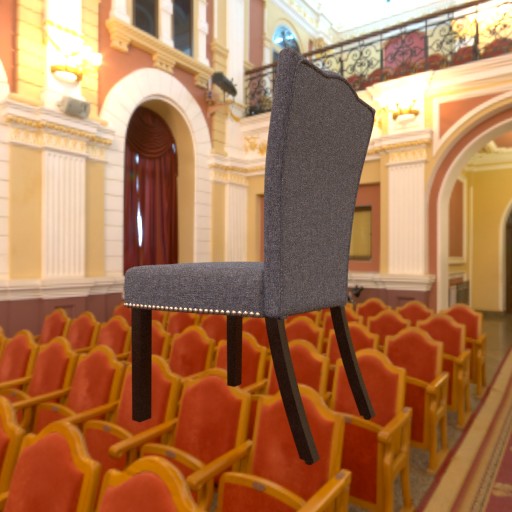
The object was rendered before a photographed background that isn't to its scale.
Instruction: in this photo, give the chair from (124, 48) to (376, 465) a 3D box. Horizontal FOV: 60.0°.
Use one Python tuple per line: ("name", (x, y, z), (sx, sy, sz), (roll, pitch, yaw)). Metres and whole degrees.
("chair", (0.000, 0.000, 1.311), (0.589, 0.946, 0.518), (0, 0, 36))
